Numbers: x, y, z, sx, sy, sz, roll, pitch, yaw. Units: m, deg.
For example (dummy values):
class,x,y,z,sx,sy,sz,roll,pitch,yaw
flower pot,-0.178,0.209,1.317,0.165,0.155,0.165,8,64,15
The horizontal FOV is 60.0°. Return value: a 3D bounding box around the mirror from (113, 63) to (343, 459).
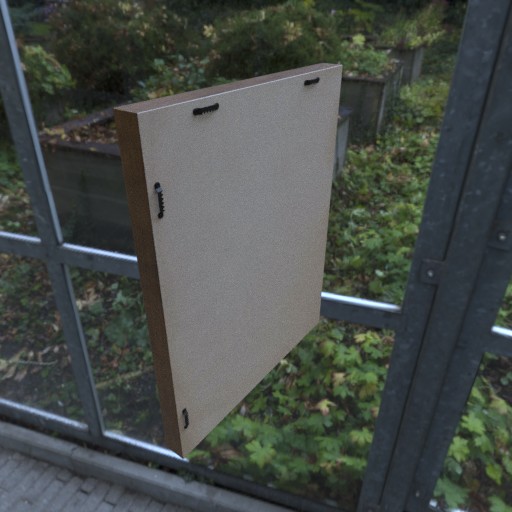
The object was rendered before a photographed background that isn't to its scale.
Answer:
class,x,y,z,sx,sy,sz,roll,pitch,yaw
mirror,0.000,0.000,0.684,0.041,0.508,0.405,21,36,31
